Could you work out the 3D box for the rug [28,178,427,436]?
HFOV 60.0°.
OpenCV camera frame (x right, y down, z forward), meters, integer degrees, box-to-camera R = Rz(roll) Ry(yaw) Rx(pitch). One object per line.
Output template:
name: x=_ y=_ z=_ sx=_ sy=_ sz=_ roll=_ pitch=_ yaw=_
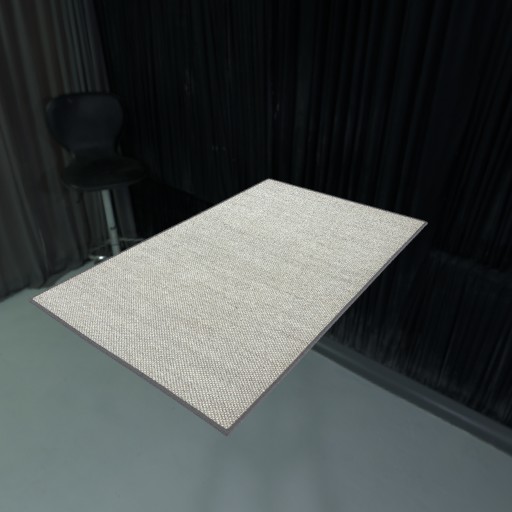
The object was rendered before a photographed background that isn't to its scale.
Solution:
rug: x=0.000 y=0.000 z=2.096 sx=1.067 sy=0.013 sz=1.676 roll=21 pitch=37 yaw=31
